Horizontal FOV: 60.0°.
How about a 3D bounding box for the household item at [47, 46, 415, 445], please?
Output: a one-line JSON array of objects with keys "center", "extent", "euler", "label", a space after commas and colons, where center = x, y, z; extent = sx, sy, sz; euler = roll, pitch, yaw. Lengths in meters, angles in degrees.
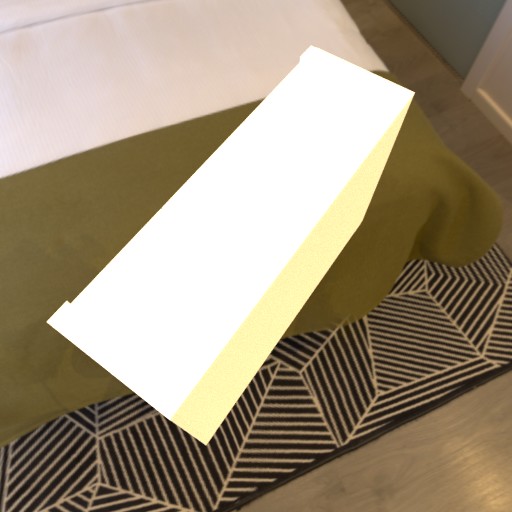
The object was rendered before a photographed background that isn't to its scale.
[{"center": [0.000, 0.000, 1.725], "extent": [0.420, 0.867, 1.300], "euler": [32, 68, 15], "label": "household item"}]
